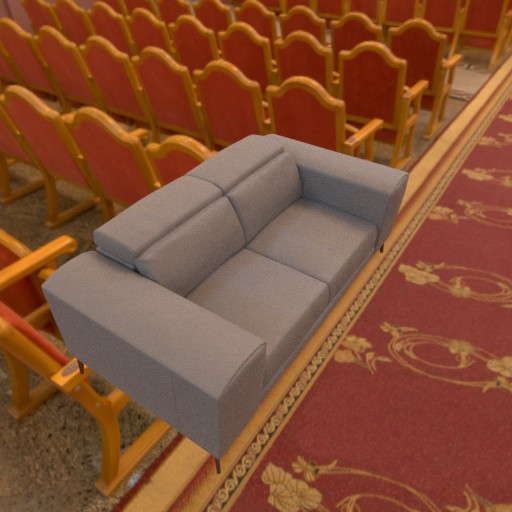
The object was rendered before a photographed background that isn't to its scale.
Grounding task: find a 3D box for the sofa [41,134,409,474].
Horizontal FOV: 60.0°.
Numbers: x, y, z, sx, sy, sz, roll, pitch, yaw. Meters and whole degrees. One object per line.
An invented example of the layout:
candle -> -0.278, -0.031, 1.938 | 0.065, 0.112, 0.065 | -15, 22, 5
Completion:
sofa -> 0.000, 0.000, 2.437 | 1.003, 0.779, 1.895 | 24, 45, 26
